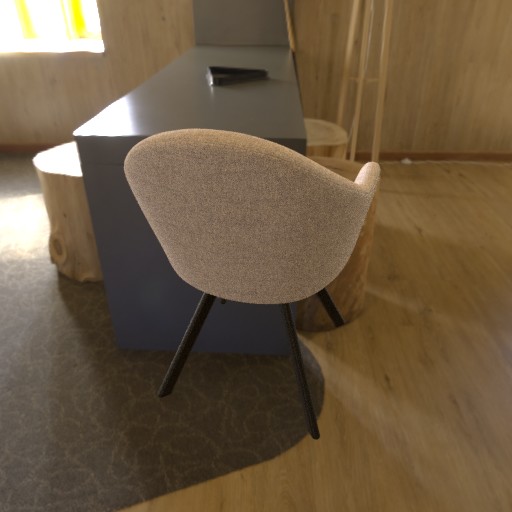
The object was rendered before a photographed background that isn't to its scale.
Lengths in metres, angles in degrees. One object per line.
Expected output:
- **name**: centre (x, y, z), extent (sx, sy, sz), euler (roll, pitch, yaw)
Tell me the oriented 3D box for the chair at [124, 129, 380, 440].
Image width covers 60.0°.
- **chair**: centre (0.000, 0.000, 1.137), extent (0.540, 0.780, 0.570), euler (10, 33, 15)
